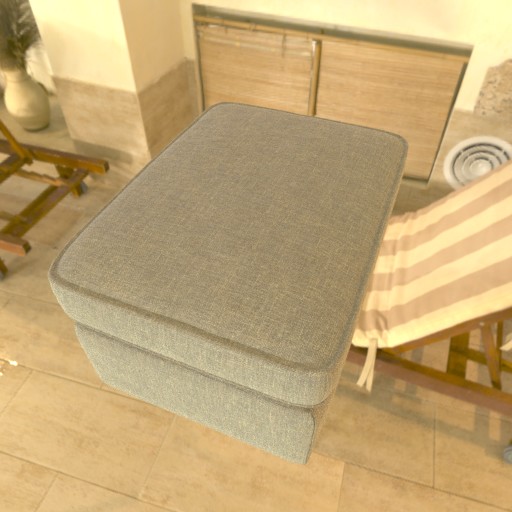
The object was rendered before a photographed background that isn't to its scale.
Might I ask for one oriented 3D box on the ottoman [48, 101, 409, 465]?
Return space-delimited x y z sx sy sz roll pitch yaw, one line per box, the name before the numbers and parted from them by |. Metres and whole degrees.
ottoman | 0.000 0.000 1.086 0.559 0.457 0.762 16 48 15
